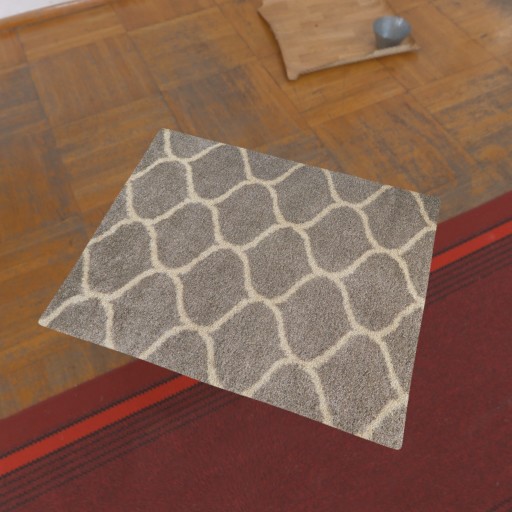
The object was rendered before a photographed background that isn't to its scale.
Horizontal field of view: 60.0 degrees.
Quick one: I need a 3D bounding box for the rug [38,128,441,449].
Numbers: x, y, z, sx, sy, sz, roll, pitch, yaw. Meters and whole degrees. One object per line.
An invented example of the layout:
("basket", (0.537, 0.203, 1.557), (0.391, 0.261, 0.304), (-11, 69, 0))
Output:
("rug", (0.000, 0.000, 3.987), (3.000, 0.026, 2.399), (16, 61, 10))
